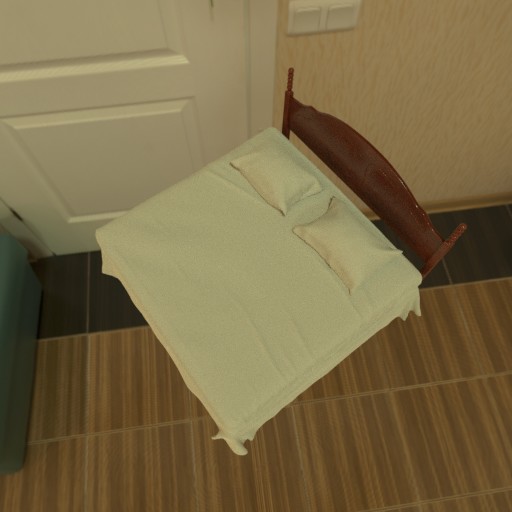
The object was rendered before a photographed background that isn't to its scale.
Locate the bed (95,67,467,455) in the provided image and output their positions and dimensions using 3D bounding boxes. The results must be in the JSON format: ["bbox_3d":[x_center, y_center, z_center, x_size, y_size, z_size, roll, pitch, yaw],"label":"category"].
[{"bbox_3d":[0.000,0.000,3.657,2.219,1.355,2.322,-34,69,-15],"label":"bed"}]
